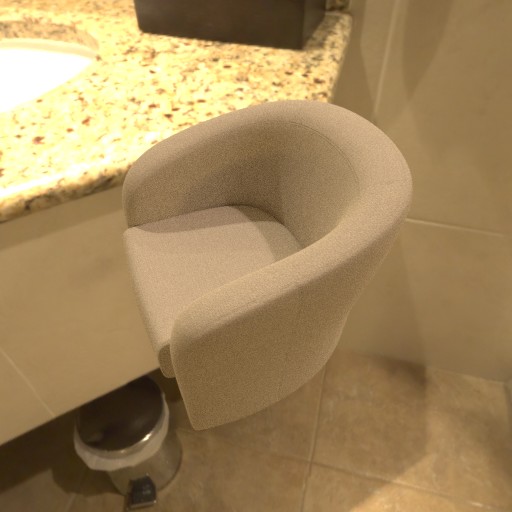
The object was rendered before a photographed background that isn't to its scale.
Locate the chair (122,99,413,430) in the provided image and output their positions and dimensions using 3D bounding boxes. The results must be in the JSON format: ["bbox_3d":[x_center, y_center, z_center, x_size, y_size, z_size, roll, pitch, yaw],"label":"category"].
[{"bbox_3d":[0.000,0.000,1.468,0.815,0.771,0.791,-17,48,-16],"label":"chair"}]
